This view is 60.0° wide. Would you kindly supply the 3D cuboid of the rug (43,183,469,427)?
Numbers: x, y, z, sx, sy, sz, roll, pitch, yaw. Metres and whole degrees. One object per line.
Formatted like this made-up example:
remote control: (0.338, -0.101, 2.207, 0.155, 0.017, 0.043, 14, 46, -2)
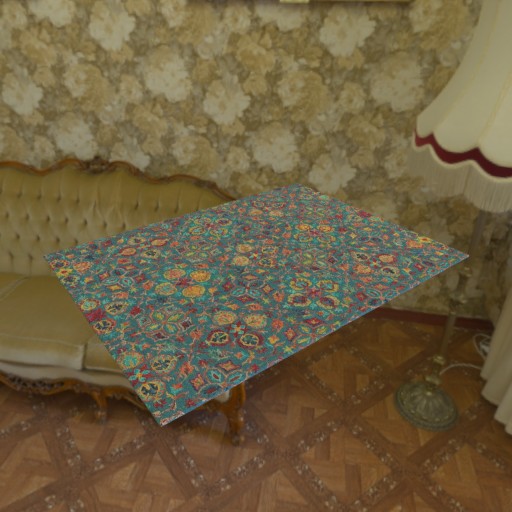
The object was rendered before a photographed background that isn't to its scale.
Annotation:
rug: (0.000, 0.000, 4.174, 3.204, 0.025, 2.434, -21, 36, -32)
